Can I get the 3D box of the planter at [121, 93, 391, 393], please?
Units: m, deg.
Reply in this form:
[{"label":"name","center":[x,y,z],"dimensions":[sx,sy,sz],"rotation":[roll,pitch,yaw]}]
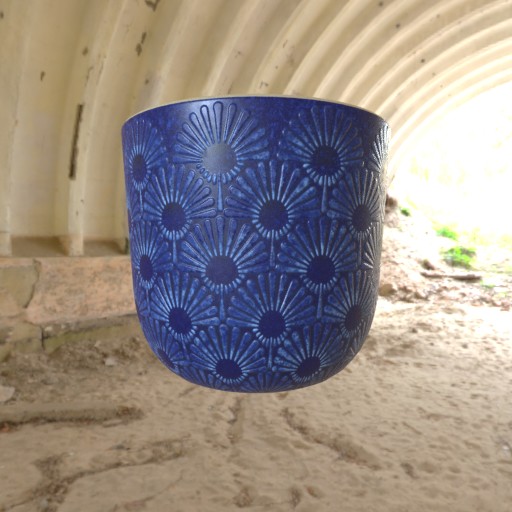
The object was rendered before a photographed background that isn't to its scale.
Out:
[{"label":"planter","center":[0.000,0.000,0.356],"dimensions":[0.206,0.190,0.206],"rotation":[0,1,0]}]
